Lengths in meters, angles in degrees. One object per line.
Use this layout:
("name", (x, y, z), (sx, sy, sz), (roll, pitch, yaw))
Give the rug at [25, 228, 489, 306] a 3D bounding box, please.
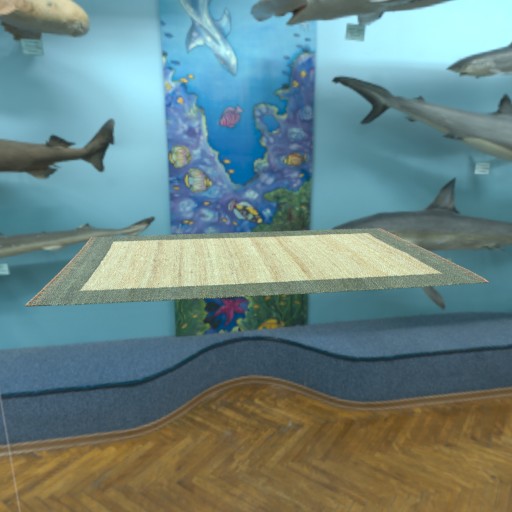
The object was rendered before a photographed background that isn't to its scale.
("rug", (0.000, 0.000, 2.982), (2.435, 0.006, 1.521), (-2, 15, -8))
